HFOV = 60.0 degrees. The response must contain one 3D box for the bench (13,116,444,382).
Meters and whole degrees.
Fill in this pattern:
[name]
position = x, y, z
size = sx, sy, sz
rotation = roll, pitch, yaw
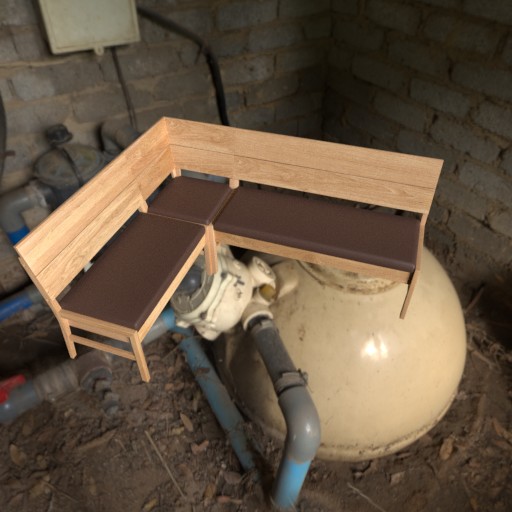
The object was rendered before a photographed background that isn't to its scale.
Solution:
[bench]
position = 0.000, 0.000, 2.751
size = 1.975, 0.890, 1.549
rotation = 12, 43, 13
